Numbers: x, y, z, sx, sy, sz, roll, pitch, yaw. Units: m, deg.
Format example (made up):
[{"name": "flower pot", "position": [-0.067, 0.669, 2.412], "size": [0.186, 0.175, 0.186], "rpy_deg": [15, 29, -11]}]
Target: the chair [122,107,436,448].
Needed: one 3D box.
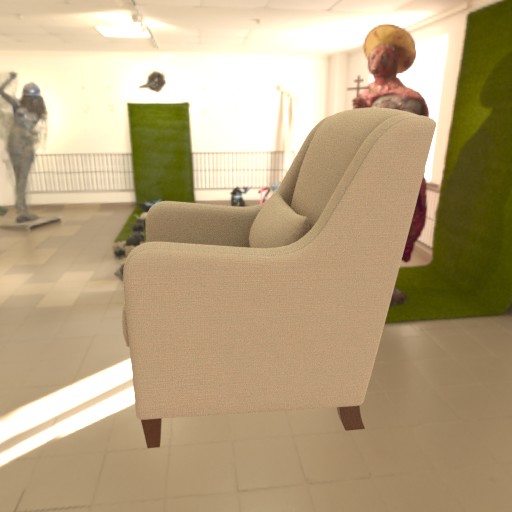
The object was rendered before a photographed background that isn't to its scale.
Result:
[{"name": "chair", "position": [0.000, 0.000, 1.599], "size": [0.896, 1.017, 0.715], "rpy_deg": [-2, 18, -7]}]
